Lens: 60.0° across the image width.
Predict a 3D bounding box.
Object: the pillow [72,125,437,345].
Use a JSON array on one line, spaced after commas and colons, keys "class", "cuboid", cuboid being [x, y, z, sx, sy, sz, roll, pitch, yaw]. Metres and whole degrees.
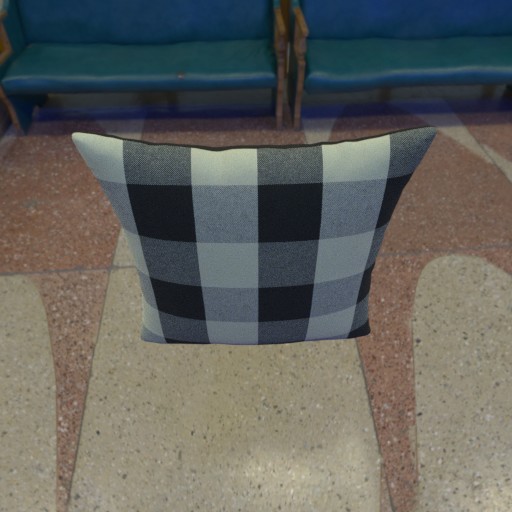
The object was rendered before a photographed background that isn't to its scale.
[{"class": "pillow", "cuboid": [0.000, 0.000, 0.799, 0.511, 0.509, 0.161, -1, 46, -1]}]
